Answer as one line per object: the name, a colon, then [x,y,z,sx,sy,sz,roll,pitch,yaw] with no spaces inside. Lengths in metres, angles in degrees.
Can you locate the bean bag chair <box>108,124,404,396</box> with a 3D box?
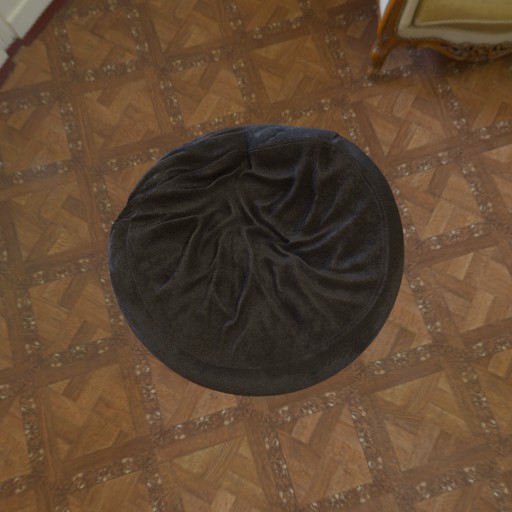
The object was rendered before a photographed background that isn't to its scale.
bean bag chair: [0.000,0.000,1.523,0.918,0.605,0.918,0,76,0]
